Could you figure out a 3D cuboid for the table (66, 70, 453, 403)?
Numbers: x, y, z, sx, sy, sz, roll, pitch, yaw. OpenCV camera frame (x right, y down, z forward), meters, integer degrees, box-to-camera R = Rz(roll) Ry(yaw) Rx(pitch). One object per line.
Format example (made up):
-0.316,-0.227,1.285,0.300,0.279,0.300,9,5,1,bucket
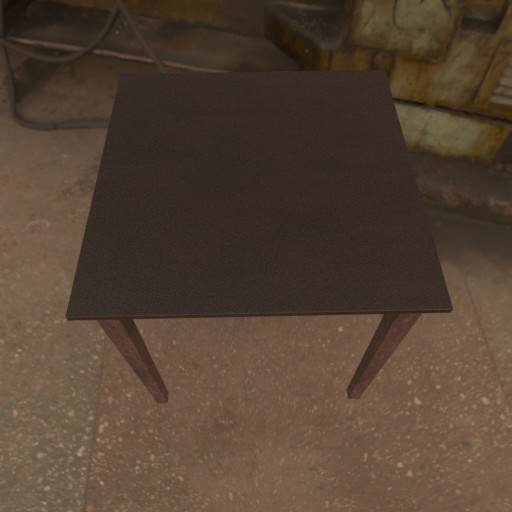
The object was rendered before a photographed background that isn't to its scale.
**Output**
0.000,0.000,1.380,0.749,0.770,0.749,-1,58,-1,table
